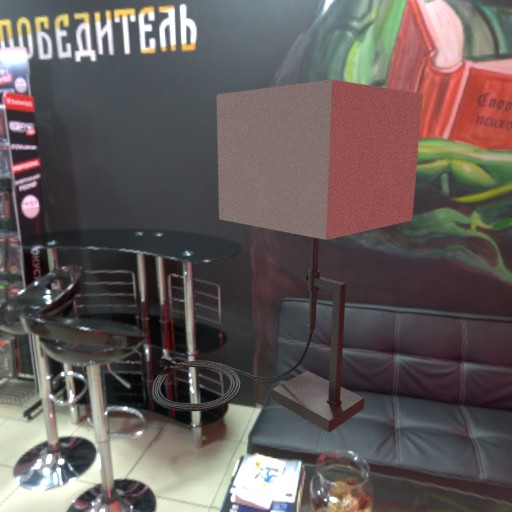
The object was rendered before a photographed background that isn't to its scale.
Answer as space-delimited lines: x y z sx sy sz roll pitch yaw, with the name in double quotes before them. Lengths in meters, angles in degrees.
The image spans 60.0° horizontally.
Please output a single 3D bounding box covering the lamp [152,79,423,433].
"lamp" 0.000 0.000 0.969 0.399 0.660 0.504 -13 19 -41
